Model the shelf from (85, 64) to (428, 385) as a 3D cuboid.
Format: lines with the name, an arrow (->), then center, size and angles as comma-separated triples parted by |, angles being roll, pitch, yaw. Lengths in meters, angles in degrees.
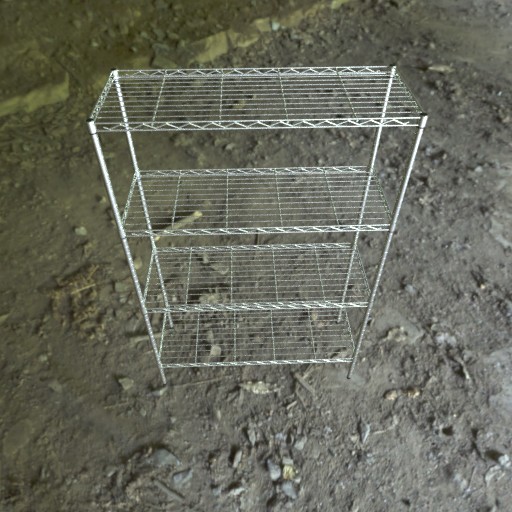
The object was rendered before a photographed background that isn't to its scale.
shelf -> 0.000, 0.000, 1.763 | 0.907, 1.360, 0.352 | -1, 45, -1
